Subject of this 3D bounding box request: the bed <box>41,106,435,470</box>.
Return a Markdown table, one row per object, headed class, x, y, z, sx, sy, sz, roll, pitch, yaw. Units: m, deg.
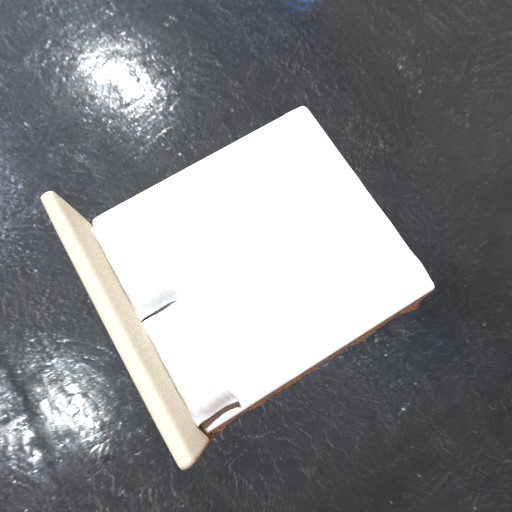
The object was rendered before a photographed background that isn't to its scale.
| class | x | y | z | sx | sy | sz | roll | pitch | yaw |
| --- | --- | --- | --- | --- | --- | --- | --- | --- | --- |
| bed | 0.000 | 0.000 | 3.581 | 2.319 | 1.317 | 2.119 | -30 | 77 | -8 |
